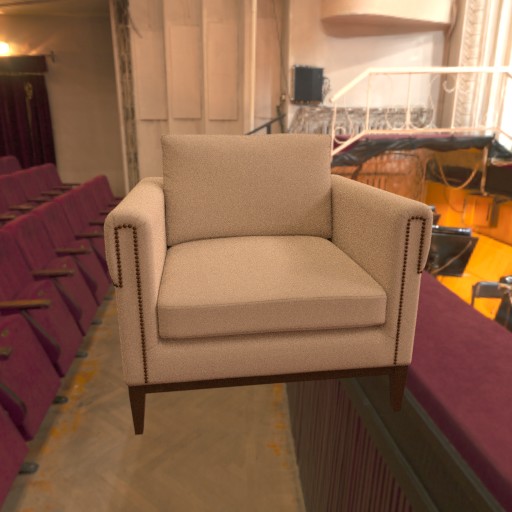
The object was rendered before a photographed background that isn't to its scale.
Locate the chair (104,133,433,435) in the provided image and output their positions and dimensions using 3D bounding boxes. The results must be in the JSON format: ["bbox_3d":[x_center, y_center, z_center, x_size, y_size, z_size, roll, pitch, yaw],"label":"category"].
[{"bbox_3d":[0.000,0.000,1.729,0.982,0.915,0.896,-2,16,-8],"label":"chair"}]
